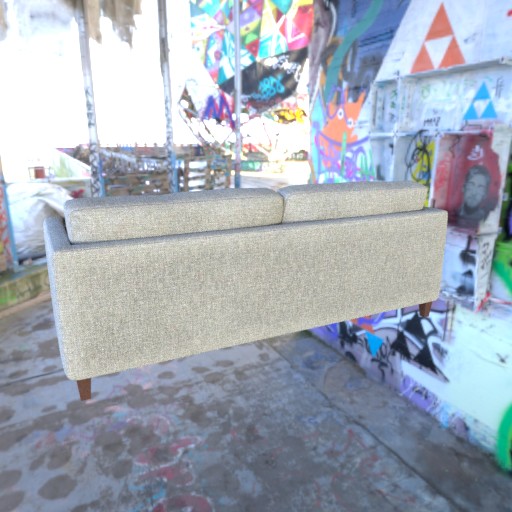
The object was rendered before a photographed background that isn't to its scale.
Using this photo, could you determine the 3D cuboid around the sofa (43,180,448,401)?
[{"bbox_3d":[0.000,0.000,2.870,2.434,0.951,0.948,-7,17,-26],"label":"sofa"}]
